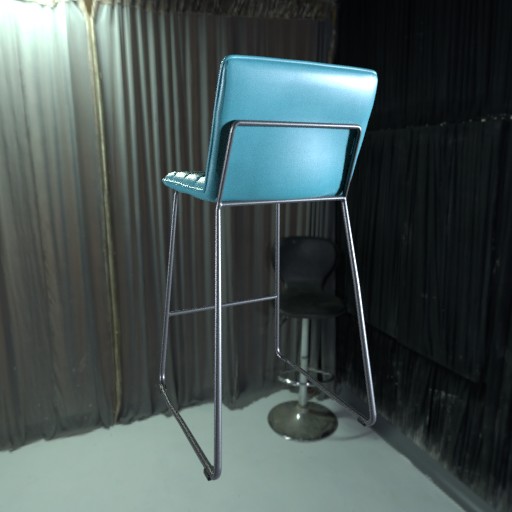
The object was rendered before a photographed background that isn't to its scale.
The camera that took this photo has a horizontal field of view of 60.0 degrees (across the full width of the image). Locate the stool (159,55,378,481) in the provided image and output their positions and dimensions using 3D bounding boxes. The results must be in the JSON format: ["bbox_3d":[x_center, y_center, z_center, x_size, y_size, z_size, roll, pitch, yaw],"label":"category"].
[{"bbox_3d":[0.000,0.000,1.240,0.489,0.936,0.524,-7,15,-26],"label":"stool"}]
